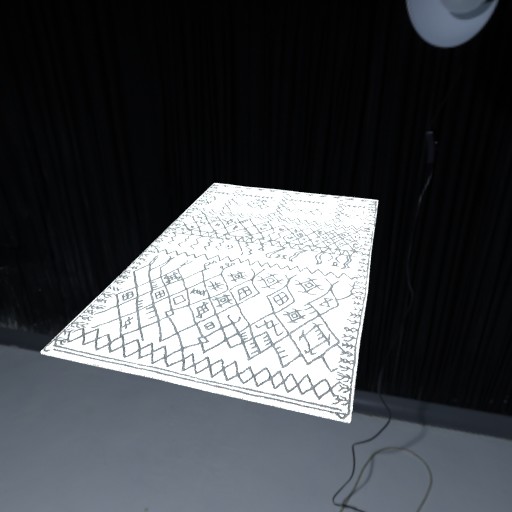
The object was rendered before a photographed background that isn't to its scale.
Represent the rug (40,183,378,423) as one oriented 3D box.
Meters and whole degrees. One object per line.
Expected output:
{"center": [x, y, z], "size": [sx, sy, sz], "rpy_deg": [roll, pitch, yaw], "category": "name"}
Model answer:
{"center": [0.000, 0.000, 3.034], "size": [1.530, 0.012, 2.444], "rpy_deg": [8, 31, 14], "category": "rug"}
